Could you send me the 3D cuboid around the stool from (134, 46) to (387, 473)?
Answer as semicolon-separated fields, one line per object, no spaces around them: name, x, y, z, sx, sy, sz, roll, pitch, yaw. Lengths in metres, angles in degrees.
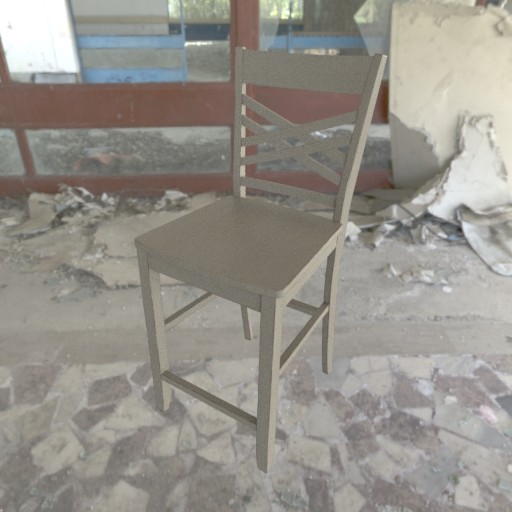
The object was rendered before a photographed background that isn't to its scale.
stool;0.000;0.000;1.309;0.462;1.079;0.539;18;34;29
